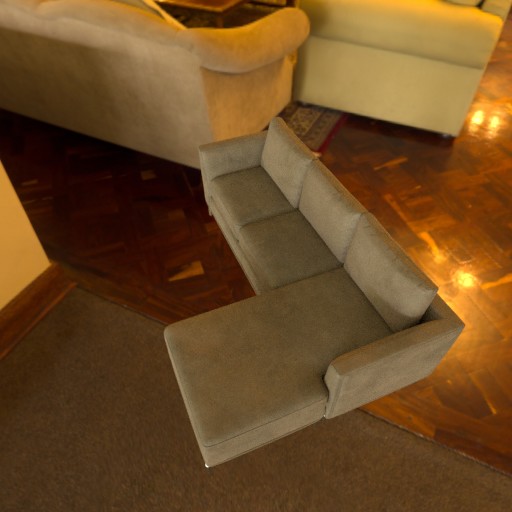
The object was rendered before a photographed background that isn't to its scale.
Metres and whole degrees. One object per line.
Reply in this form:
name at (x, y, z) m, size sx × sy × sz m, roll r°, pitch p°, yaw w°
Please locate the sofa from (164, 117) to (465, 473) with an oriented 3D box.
sofa at (0.000, 0.000, 3.296) m, size 1.622 × 0.987 × 2.438 m, roll -17°, pitch 48°, yaw -16°
